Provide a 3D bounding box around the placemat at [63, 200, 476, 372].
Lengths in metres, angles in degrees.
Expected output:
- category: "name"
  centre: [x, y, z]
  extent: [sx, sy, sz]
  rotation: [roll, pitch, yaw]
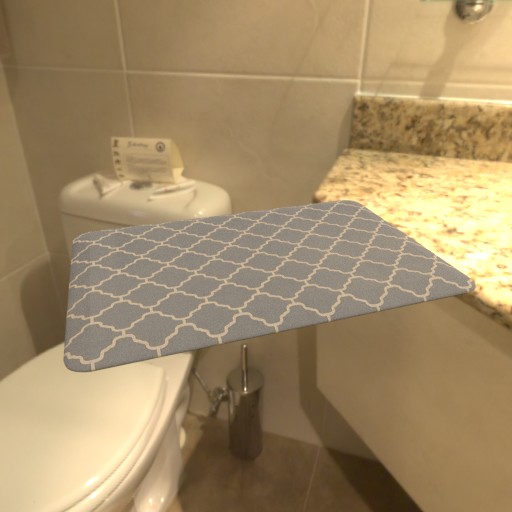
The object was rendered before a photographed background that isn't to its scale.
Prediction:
- category: "placemat"
  centre: [0.000, 0.000, 0.959]
  extent: [0.762, 0.021, 0.508]
  rotation: [-9, 29, -16]
